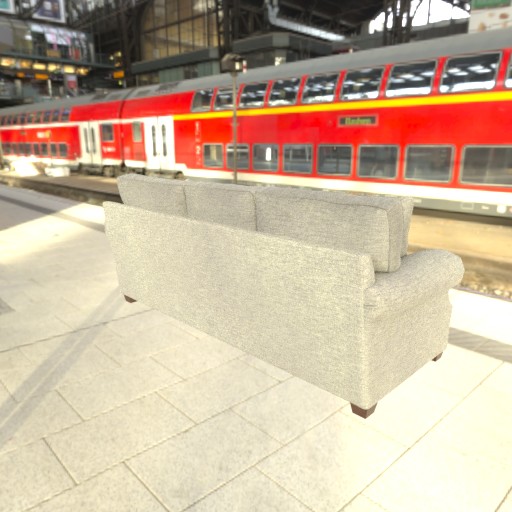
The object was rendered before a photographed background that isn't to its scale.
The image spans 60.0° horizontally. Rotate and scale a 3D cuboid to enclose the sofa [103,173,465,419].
[{"bbox_3d":[0.000,0.000,2.816,0.965,0.975,2.312,-14,20,-43],"label":"sofa"}]
